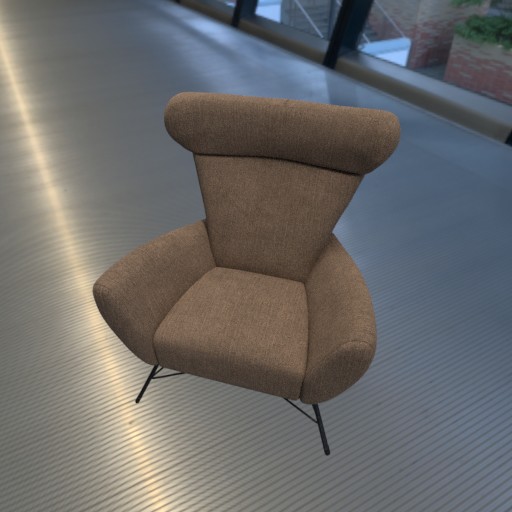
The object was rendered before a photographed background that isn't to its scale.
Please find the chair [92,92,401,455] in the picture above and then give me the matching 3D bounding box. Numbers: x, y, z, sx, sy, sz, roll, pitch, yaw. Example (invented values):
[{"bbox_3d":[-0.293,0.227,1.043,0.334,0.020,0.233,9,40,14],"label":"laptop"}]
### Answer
[{"bbox_3d":[0.000,0.000,1.754,0.980,1.040,0.900,10,40,12],"label":"chair"}]
